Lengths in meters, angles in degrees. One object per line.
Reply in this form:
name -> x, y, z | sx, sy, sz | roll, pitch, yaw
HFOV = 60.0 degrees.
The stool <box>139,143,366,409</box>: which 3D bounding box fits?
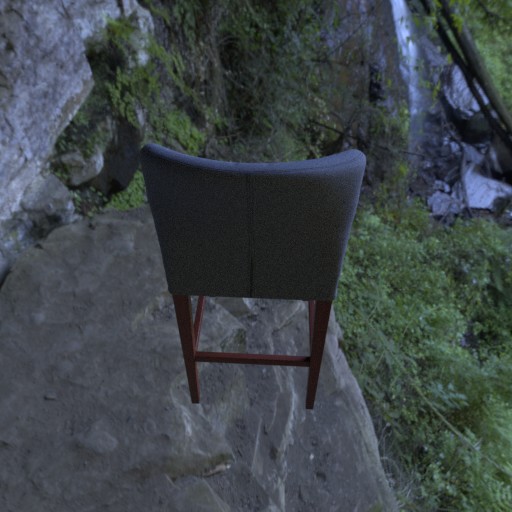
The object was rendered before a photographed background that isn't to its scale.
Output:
stool -> 0.000, 0.000, 1.390 | 0.481, 1.069, 0.568 | 2, 48, 2
